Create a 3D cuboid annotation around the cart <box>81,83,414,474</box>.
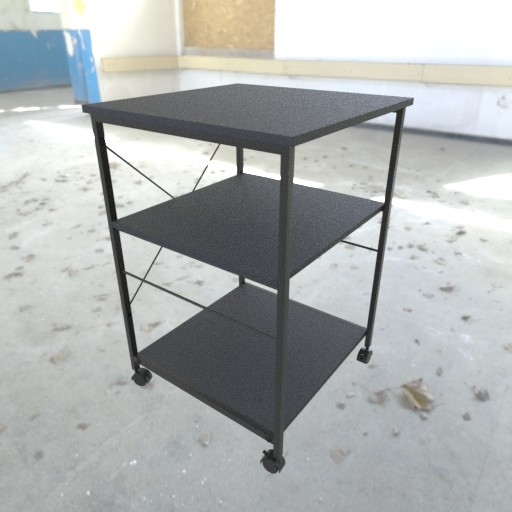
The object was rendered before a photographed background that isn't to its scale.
[{"bbox_3d":[0.000,0.000,1.144,0.520,0.762,0.521,19,32,32],"label":"cart"}]
